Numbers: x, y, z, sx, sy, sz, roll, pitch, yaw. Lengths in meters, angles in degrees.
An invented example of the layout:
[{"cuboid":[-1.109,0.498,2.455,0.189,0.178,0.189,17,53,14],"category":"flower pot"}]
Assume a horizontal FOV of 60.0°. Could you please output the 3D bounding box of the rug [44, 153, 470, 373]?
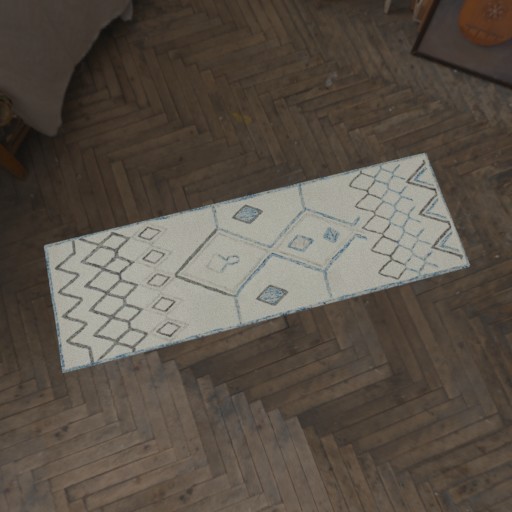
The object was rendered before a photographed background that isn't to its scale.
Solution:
[{"cuboid":[0.000,0.000,2.652,2.434,0.013,0.770,-14,76,-4],"category":"rug"}]
